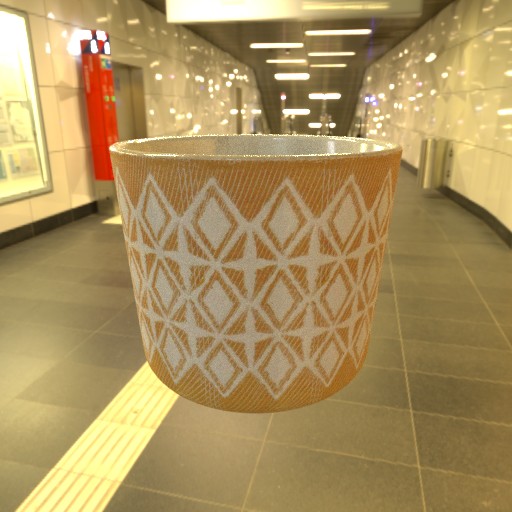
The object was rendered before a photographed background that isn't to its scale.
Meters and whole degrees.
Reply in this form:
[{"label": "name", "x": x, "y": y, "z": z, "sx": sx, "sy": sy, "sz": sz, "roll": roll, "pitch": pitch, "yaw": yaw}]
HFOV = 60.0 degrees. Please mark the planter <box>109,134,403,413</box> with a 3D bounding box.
[{"label": "planter", "x": 0.000, "y": 0.000, "z": 0.331, "sx": 0.193, "sy": 0.165, "sz": 0.193, "roll": 0, "pitch": 18, "yaw": 0}]
